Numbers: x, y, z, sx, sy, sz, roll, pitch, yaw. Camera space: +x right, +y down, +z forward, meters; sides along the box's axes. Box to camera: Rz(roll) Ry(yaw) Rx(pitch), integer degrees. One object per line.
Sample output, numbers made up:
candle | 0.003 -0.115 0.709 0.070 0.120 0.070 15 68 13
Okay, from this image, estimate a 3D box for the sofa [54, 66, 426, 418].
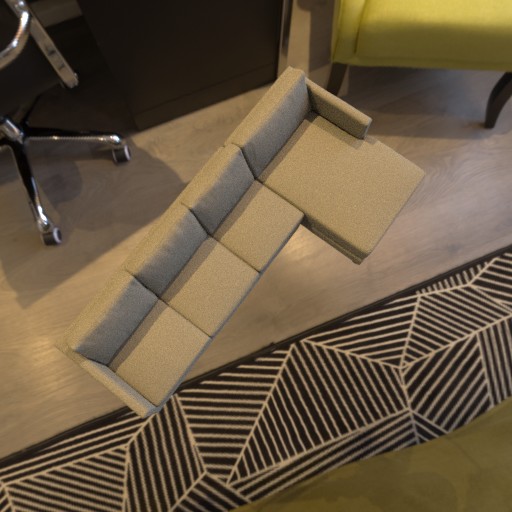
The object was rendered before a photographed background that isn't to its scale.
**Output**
sofa | 0.000 0.000 3.903 1.625 0.861 3.186 36 79 8
